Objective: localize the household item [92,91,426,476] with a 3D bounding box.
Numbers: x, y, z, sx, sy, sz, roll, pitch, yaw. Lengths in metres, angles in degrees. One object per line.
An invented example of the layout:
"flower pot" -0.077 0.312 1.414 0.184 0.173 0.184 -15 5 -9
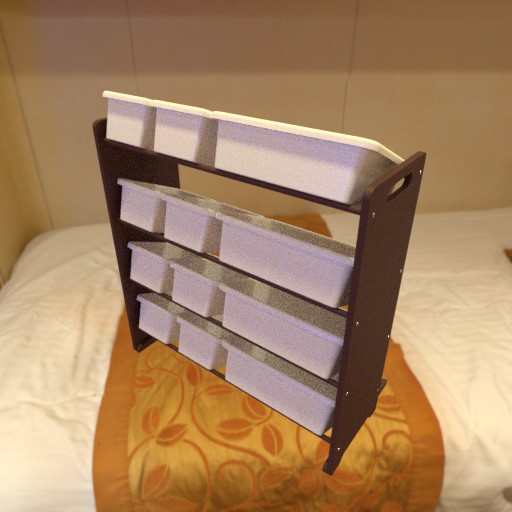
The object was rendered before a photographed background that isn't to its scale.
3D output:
"household item" 0.000 0.000 1.262 0.787 0.864 0.389 21 37 32
